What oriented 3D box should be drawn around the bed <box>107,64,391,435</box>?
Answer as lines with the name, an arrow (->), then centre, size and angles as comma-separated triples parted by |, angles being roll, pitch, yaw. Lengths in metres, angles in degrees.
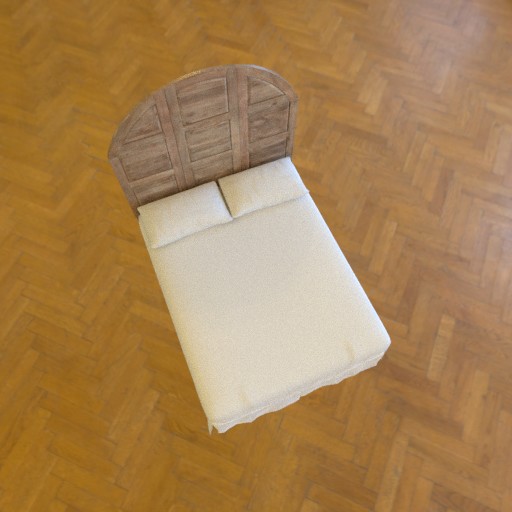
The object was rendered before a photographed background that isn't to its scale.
bed -> 0.000, 0.000, 3.557 | 1.713, 2.002, 2.112 | -21, 65, -10
